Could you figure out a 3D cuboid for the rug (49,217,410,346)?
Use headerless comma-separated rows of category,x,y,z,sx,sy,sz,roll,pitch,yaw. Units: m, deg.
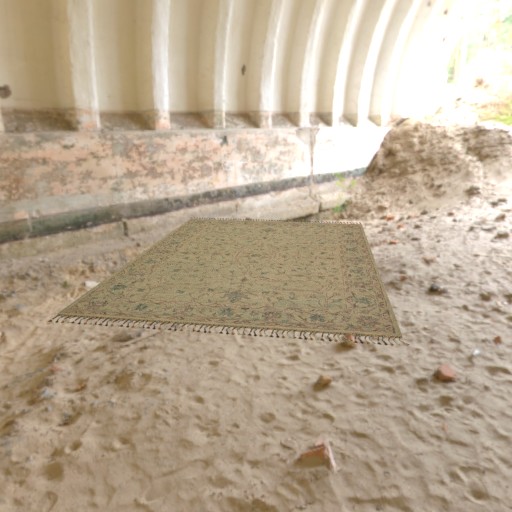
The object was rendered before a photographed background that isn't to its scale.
rug,0.000,0.000,2.324,1.247,0.008,1.802,2,17,8
